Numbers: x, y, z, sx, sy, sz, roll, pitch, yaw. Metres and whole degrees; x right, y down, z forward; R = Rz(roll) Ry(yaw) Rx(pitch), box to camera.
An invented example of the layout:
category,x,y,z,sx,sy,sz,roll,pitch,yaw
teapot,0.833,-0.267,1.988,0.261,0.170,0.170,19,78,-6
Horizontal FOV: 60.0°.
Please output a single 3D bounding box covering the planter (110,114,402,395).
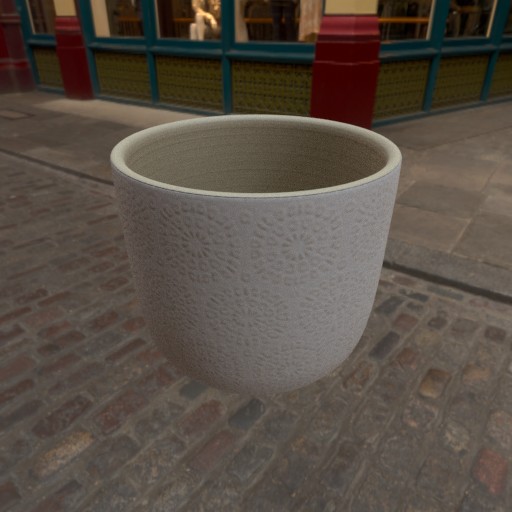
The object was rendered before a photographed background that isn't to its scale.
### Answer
category,x,y,z,sx,sy,sz,roll,pitch,yaw
planter,0.000,0.000,0.374,0.208,0.190,0.208,0,29,0
